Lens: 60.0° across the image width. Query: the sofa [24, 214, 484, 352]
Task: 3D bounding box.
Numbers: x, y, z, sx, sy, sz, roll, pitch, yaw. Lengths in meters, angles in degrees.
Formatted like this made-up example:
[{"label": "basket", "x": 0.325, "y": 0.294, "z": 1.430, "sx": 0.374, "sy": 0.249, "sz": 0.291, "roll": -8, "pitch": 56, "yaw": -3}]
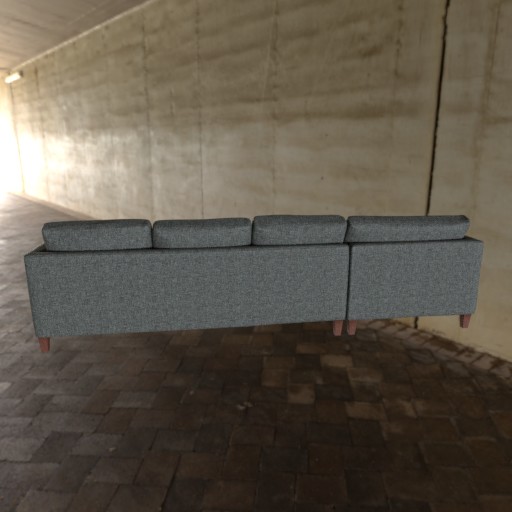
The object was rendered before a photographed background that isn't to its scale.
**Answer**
[{"label": "sofa", "x": 0.000, "y": 0.000, "z": 4.099, "sx": 3.485, "sy": 0.960, "sz": 1.635, "roll": -2, "pitch": 15, "yaw": -7}]
